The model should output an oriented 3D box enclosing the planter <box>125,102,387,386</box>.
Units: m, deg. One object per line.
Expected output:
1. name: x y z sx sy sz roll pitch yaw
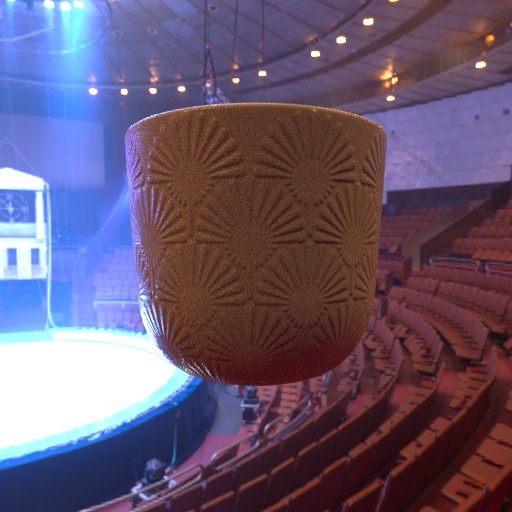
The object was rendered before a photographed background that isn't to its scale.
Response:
1. planter: 0.000 0.000 0.299 0.170 0.152 0.170 0 1 0
